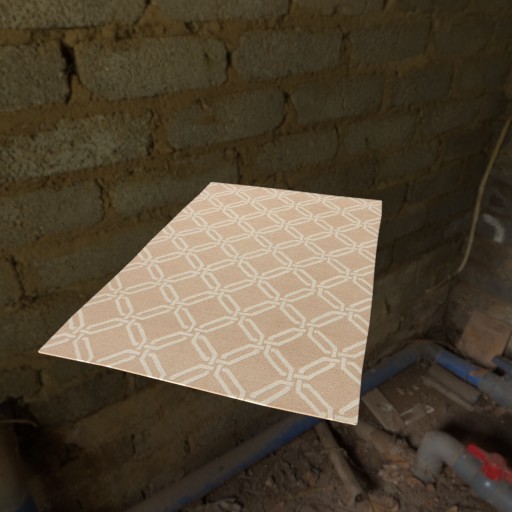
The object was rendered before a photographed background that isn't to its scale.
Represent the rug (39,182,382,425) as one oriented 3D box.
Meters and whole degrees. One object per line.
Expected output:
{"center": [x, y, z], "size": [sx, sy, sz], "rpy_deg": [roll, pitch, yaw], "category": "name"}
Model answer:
{"center": [0.000, 0.000, 2.176], "size": [1.146, 0.010, 1.745], "rpy_deg": [8, 32, 14], "category": "rug"}
